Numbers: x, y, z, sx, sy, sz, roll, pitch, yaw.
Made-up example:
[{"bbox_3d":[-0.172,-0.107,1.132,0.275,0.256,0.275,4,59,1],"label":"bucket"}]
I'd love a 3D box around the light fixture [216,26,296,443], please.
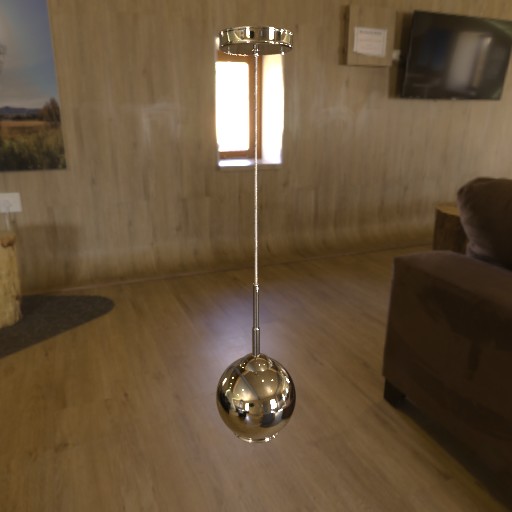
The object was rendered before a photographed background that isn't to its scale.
[{"bbox_3d":[0.000,0.000,1.691,0.336,1.538,0.336,-2,17,-7],"label":"light fixture"}]
